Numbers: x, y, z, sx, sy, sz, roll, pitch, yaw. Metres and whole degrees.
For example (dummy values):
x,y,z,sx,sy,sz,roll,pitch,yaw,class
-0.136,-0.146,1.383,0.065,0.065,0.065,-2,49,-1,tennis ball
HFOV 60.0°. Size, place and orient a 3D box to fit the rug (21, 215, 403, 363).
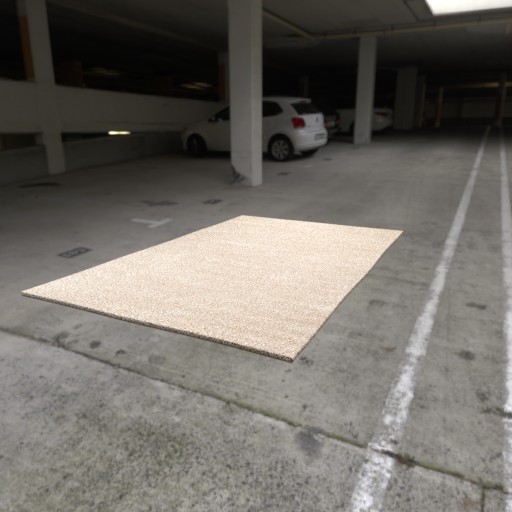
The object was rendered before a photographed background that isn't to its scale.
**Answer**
x,y,z,sx,sy,sz,roll,pitch,yaw,class
0.000,0.000,2.941,1.500,0.025,2.346,8,18,26,rug
